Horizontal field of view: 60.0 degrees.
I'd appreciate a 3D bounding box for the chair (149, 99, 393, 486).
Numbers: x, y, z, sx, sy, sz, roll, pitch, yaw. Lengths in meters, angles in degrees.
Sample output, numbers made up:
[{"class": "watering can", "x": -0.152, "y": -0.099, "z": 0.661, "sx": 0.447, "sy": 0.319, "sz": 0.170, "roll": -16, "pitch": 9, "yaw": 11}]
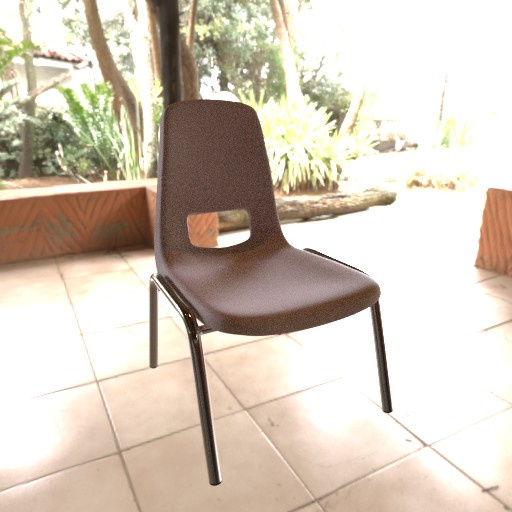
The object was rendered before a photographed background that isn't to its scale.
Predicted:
[{"class": "chair", "x": 0.000, "y": 0.000, "z": 0.788, "sx": 0.354, "sy": 0.536, "sz": 0.385, "roll": -9, "pitch": 20, "yaw": -27}]
